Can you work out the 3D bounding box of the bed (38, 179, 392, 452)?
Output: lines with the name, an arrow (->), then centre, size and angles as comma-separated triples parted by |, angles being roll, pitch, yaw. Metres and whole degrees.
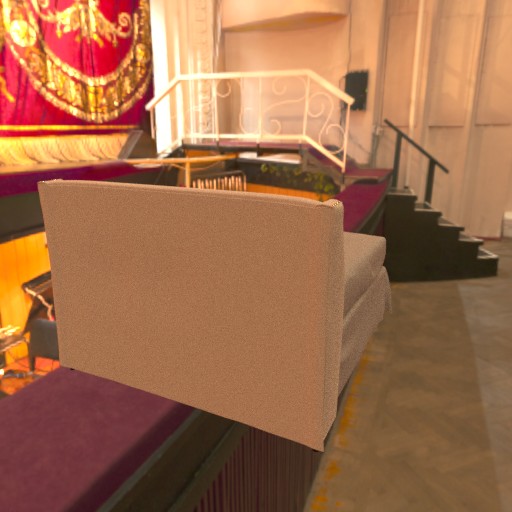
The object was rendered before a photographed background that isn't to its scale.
bed -> 0.000, 0.000, 3.460 | 1.925, 1.332, 2.276 | 8, 18, 26
